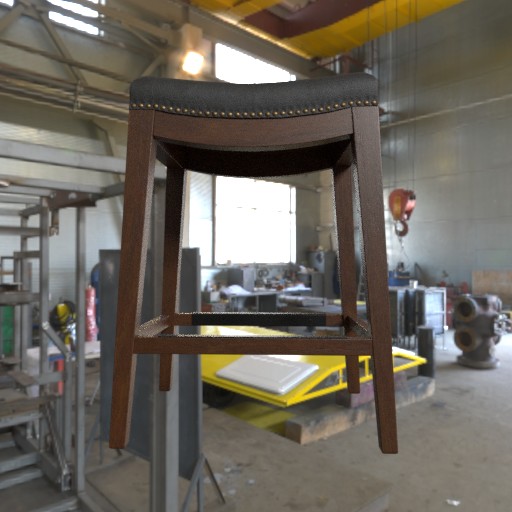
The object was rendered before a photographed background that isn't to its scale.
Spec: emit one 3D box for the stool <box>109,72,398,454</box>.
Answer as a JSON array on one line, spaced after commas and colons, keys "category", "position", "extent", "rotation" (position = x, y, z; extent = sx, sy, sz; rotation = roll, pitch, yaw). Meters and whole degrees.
[{"category": "stool", "position": [0.000, 0.000, 0.927], "extent": [0.490, 0.664, 0.353], "rotation": [0, 0, 2]}]
